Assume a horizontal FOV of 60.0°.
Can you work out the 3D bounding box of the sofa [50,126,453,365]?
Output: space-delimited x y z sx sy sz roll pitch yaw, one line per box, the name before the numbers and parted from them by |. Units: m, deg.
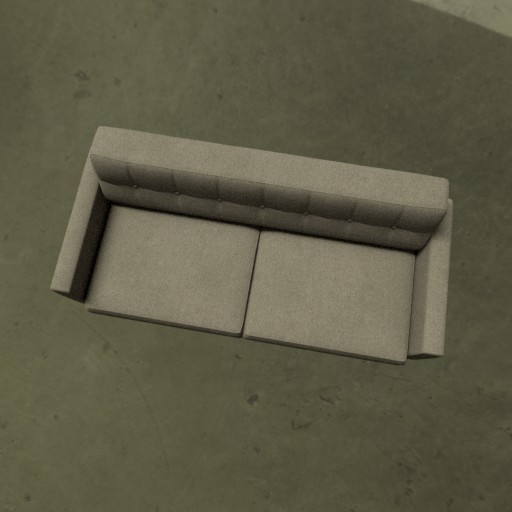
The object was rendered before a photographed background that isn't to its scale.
sofa | 0.000 0.000 2.484 2.029 0.841 0.909 9 75 2
